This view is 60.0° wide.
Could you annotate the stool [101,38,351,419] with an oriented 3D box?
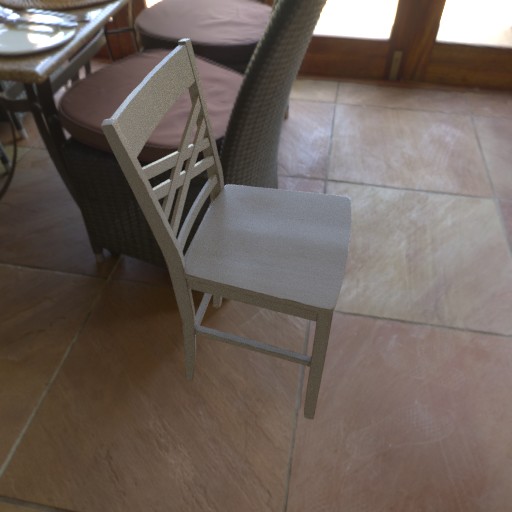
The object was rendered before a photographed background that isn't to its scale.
[{"bbox_3d":[0.000,0.000,1.362,0.539,1.079,0.462,10,47,9],"label":"stool"}]
